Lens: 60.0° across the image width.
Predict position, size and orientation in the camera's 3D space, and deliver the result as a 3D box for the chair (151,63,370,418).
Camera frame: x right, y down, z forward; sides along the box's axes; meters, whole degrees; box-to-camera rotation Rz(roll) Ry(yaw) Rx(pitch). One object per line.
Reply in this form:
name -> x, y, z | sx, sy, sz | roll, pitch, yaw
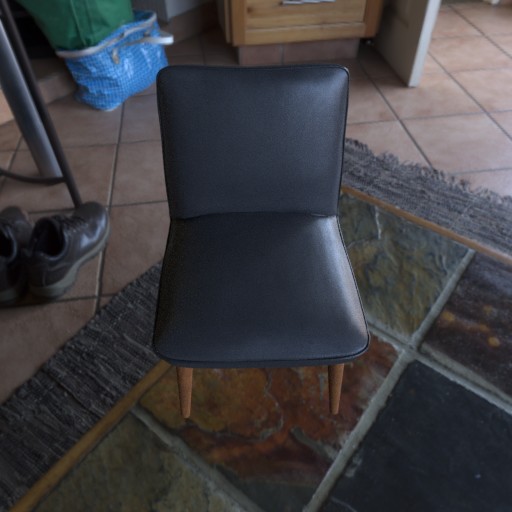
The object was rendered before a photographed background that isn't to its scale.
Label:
chair -> 0.000, 0.000, 1.202 | 0.543, 0.801, 0.645 | -4, 47, -4
